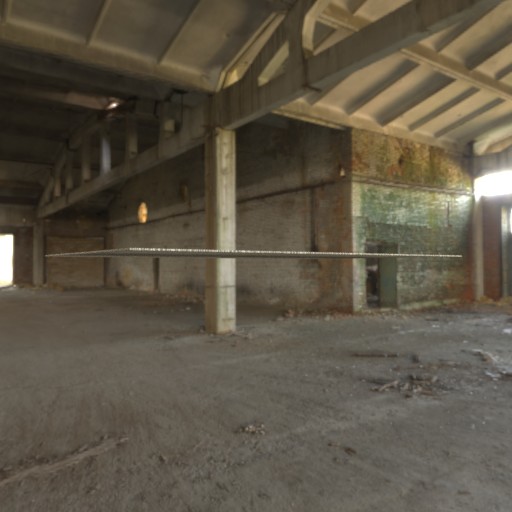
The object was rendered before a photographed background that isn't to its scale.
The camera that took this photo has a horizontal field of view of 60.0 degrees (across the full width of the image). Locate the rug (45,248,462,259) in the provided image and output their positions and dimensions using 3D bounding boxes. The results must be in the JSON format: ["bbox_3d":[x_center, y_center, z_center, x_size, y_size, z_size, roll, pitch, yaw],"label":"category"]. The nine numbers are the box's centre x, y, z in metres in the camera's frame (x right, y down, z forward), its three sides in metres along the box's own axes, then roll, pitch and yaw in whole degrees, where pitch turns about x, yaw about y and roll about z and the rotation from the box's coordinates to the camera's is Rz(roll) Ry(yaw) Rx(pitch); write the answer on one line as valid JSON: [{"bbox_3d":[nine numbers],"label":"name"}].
[{"bbox_3d":[0.000,0.000,2.315,1.815,0.007,1.226,1,-1,-36],"label":"rug"}]
